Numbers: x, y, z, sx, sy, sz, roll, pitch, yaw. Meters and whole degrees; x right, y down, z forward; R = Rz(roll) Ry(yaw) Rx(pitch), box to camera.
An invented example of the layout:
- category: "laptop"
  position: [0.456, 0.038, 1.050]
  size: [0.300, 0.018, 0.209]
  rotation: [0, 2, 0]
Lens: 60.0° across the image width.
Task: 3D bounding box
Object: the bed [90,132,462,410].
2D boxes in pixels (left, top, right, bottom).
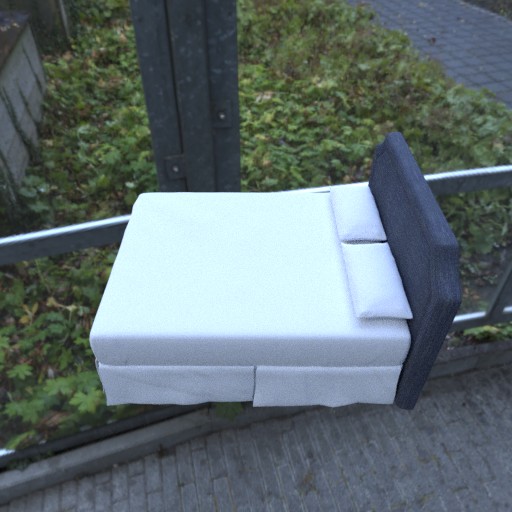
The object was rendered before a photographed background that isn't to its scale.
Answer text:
- category: "bed"
  position: [0.000, 0.000, 3.154]
  size: [2.116, 1.290, 1.693]
  rotation: [0, 42, 0]
